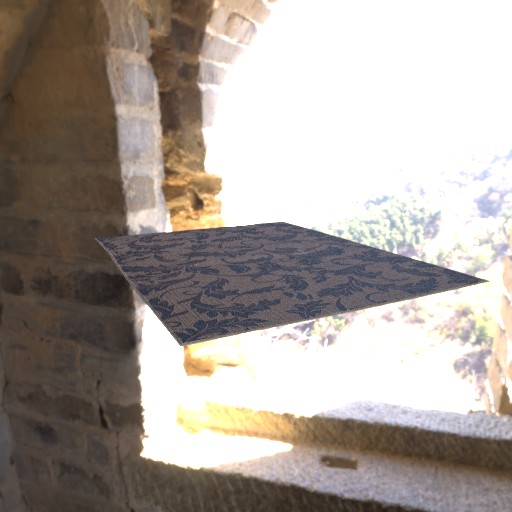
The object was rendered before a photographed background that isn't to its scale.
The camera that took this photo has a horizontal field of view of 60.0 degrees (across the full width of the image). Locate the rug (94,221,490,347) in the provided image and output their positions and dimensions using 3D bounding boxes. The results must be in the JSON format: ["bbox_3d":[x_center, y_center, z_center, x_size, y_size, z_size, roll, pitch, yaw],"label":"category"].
[{"bbox_3d":[0.000,0.000,4.004,2.380,0.008,2.977,-7,16,-27],"label":"rug"}]
